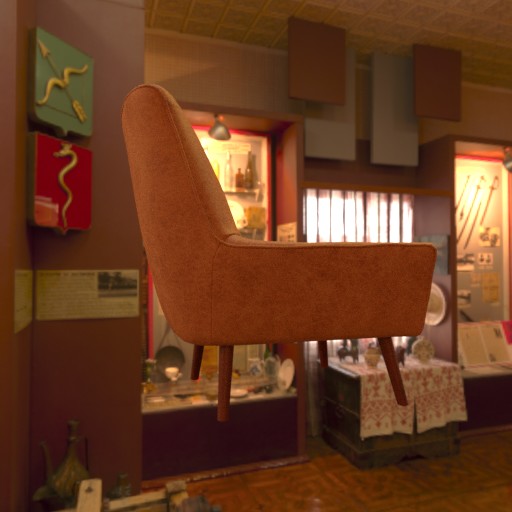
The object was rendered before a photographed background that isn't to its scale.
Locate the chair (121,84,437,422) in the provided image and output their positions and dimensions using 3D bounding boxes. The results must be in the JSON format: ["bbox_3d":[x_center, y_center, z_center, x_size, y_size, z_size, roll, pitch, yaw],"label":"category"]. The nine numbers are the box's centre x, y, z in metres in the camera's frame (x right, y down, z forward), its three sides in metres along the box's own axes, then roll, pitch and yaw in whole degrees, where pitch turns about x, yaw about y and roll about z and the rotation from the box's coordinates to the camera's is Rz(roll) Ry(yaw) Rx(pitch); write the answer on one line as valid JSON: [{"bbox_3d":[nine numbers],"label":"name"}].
[{"bbox_3d":[0.000,0.000,1.448,0.851,0.883,0.753,0,-1,-18],"label":"chair"}]
